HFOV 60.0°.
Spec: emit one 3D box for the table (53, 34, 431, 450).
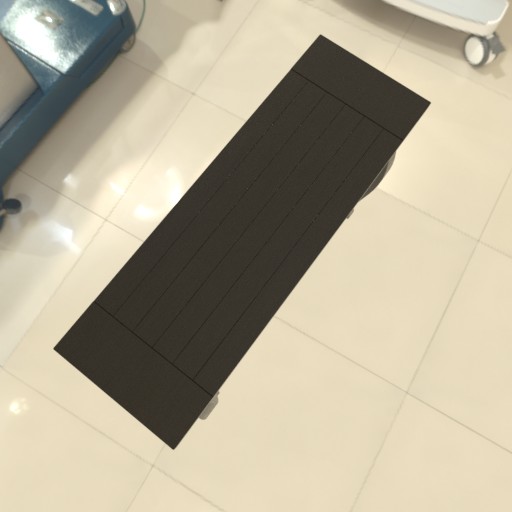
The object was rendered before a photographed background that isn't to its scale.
[{"bbox_3d":[0.000,0.000,1.458,0.373,0.768,1.062,36,78,9],"label":"table"}]
